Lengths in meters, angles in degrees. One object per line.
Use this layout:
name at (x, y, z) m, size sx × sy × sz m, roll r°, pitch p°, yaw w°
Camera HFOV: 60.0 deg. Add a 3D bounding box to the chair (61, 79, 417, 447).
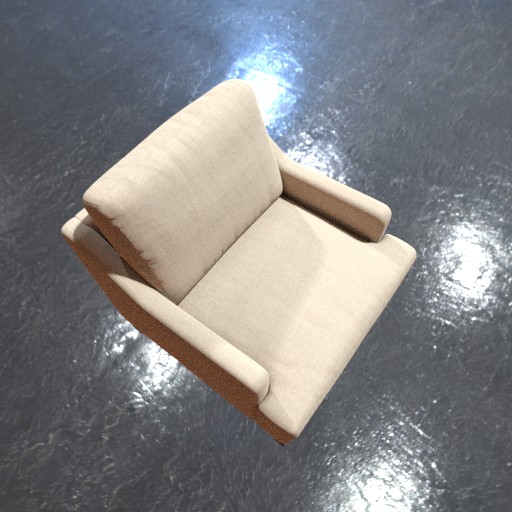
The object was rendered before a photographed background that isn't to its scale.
chair at (0.000, 0.000, 1.719) m, size 1.001 × 0.916 × 0.912 m, roll 33°, pitch 64°, yaw 19°
